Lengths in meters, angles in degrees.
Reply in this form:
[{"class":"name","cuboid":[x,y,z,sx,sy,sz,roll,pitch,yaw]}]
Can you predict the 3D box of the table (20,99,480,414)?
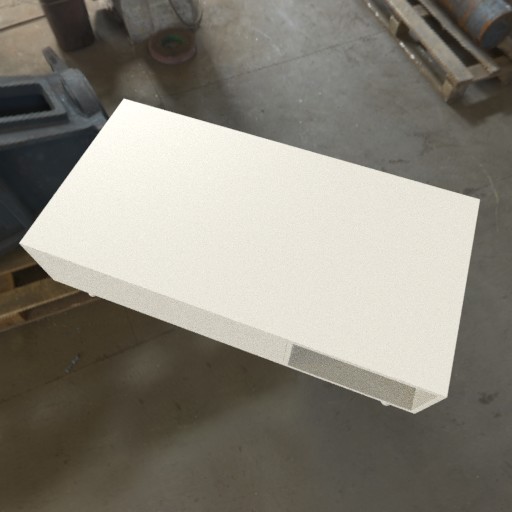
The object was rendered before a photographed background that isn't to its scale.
[{"class":"table","cuboid":[0.000,0.000,1.471,1.194,0.432,0.609,18,63,10]}]
